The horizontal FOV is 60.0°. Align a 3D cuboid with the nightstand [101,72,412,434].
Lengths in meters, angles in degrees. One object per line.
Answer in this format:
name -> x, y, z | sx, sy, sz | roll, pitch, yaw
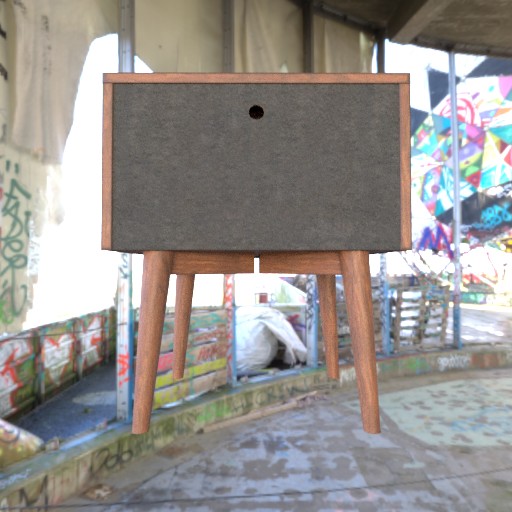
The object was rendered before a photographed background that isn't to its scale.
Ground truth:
nightstand -> 0.000, 0.000, 0.960 | 0.521, 0.607, 0.445 | 0, -2, 0
